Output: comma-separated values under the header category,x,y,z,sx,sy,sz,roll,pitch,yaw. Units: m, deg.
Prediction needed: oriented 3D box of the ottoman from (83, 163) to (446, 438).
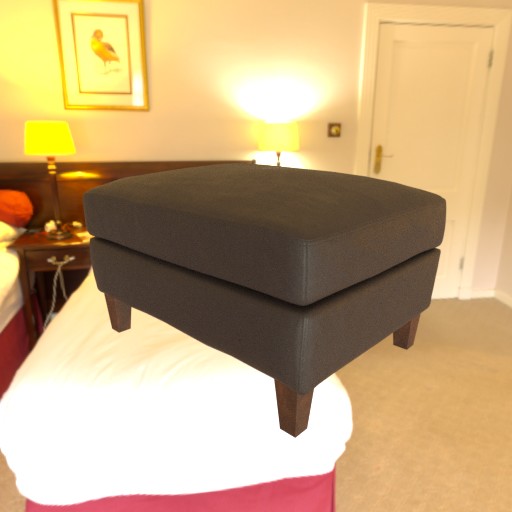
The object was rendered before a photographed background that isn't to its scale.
category,x,y,z,sx,sy,sz,roll,pitch,yaw
ottoman,0.000,0.000,1.313,0.887,0.529,0.659,15,23,41
